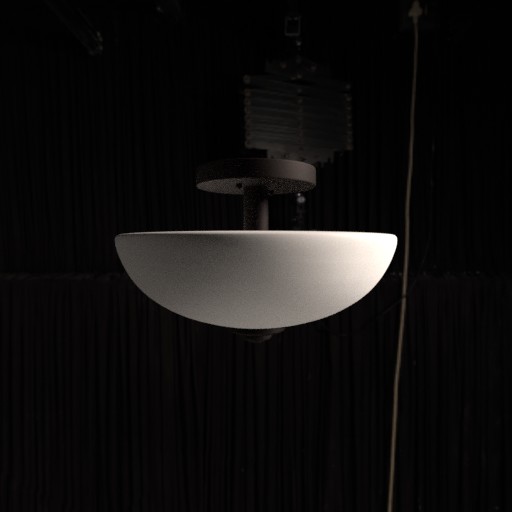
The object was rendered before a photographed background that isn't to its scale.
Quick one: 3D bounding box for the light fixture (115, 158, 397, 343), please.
[{"bbox_3d":[0.000,0.000,0.546,0.331,0.212,0.331,0,1,0],"label":"light fixture"}]
